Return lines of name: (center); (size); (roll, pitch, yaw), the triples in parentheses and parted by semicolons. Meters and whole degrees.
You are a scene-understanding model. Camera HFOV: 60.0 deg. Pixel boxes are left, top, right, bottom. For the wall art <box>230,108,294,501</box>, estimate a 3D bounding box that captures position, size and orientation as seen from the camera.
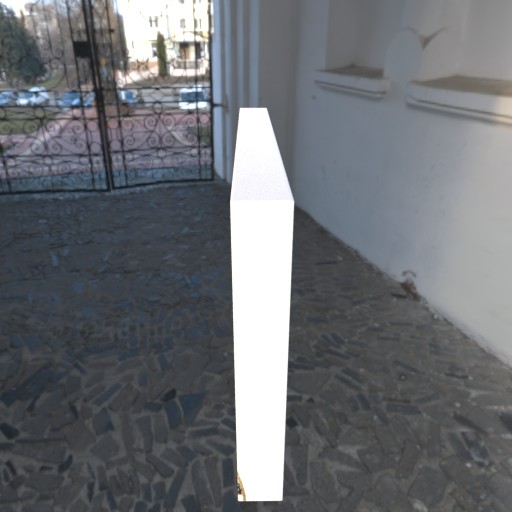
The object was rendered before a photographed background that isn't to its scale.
wall art: (0.000, 0.000, 0.475); (0.039, 0.254, 0.384); (0, 26, -1)
